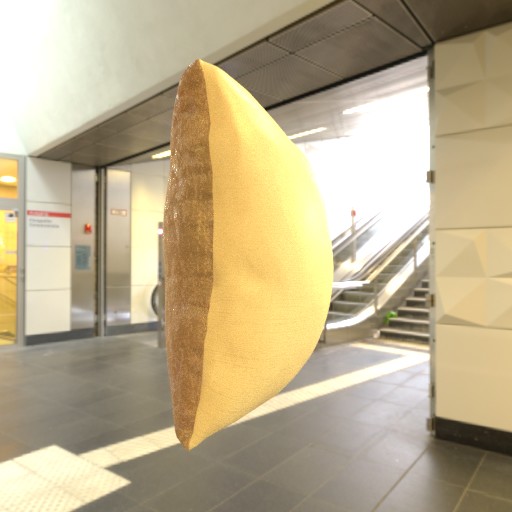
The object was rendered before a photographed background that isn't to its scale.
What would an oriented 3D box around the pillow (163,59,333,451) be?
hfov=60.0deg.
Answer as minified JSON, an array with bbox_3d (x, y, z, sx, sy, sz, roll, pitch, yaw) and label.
[{"bbox_3d":[0.000,0.000,0.709,0.245,0.448,0.450,0,-1,18],"label":"pillow"}]
